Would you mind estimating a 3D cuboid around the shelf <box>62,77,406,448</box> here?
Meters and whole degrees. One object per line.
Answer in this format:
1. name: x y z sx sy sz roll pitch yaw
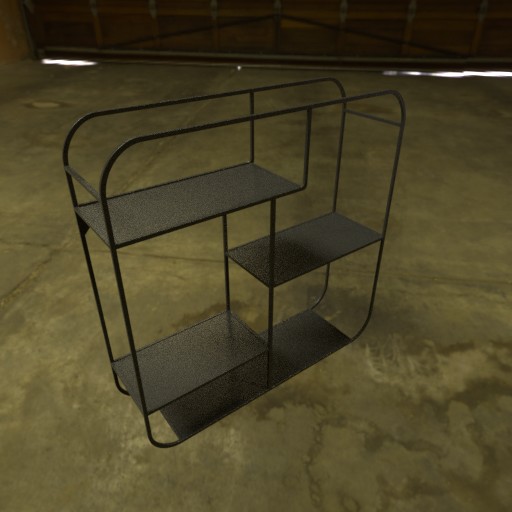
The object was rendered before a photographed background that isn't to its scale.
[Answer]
1. shelf: 0.000 0.000 0.881 0.600 0.600 0.160 -21 37 -31
